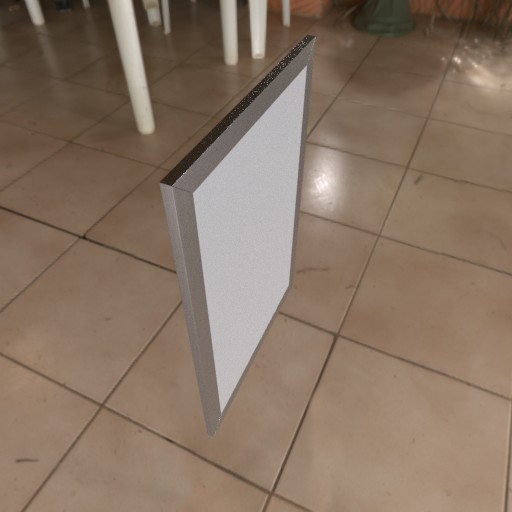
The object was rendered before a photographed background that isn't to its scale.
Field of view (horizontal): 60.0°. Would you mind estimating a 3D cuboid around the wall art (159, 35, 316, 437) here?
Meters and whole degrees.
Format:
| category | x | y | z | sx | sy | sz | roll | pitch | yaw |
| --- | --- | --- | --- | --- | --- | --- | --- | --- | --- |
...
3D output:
| category | x | y | z | sx | sy | sz | roll | pitch | yaw |
| --- | --- | --- | --- | --- | --- | --- | --- | --- | --- |
| wall art | 0.000 | 0.000 | 0.687 | 0.013 | 0.529 | 0.376 | 18 | 48 | 17 |
